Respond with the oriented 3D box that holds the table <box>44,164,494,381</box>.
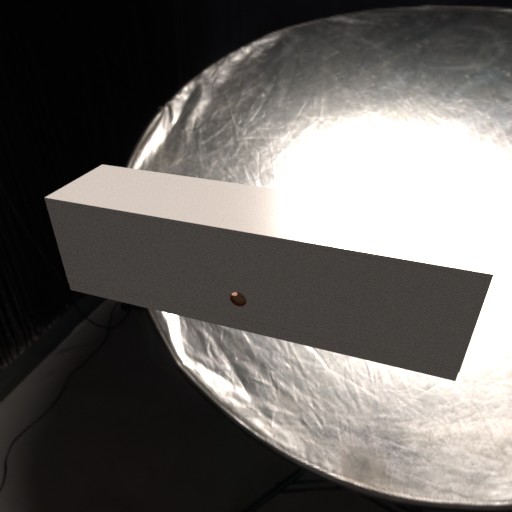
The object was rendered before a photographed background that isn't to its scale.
[{"bbox_3d":[0.000,0.000,1.735,1.550,0.440,0.400,11,34,16],"label":"table"}]
